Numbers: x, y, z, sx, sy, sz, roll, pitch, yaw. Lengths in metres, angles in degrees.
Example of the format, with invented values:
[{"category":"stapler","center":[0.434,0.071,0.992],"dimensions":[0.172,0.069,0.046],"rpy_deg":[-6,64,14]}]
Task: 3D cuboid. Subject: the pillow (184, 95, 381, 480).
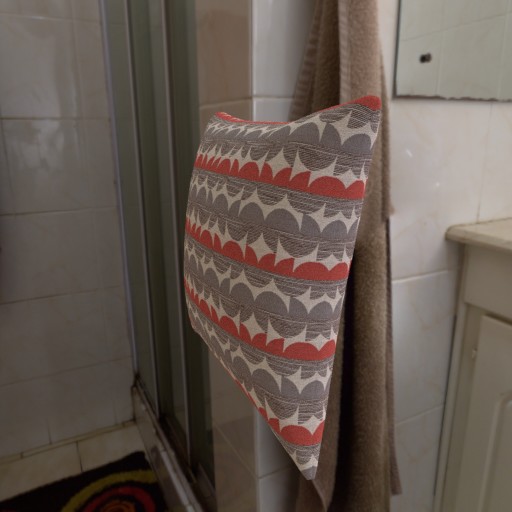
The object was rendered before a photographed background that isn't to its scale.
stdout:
[{"category":"pillow","center":[0.000,0.000,0.635],"dimensions":[0.180,0.410,0.420],"rpy_deg":[-7,17,-24]}]
